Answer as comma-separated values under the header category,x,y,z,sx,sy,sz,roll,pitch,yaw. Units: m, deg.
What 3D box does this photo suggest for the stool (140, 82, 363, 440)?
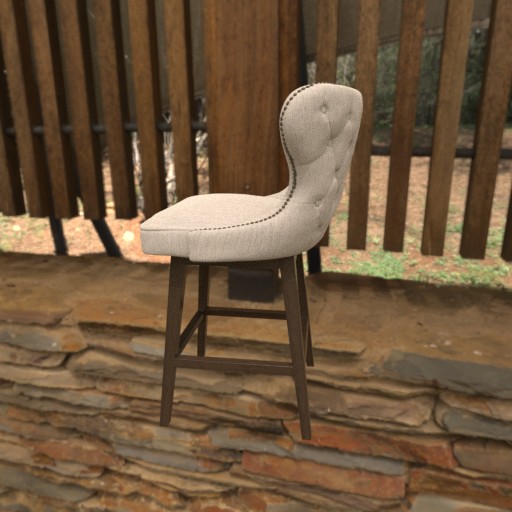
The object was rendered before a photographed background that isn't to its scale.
category,x,y,z,sx,sy,sz,roll,pitch,yaw
stool,0.000,0.000,1.393,0.597,0.972,0.615,2,16,8
